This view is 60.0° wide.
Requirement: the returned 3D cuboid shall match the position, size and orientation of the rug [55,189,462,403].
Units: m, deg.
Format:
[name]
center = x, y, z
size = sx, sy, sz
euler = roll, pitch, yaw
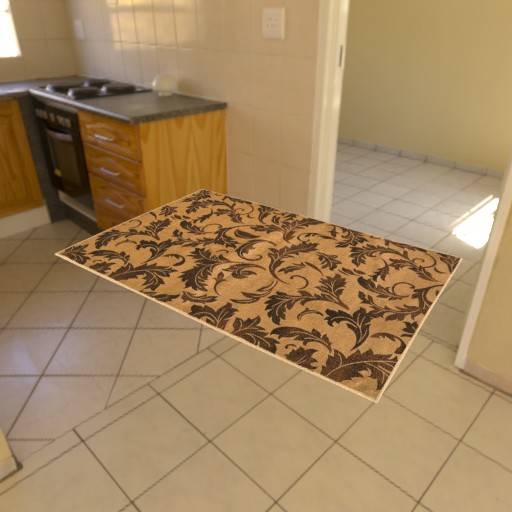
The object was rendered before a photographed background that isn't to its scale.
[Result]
[rug]
center = 0.000, 0.000, 2.967
size = 2.284, 0.008, 1.522
euler = 19, 34, 30
